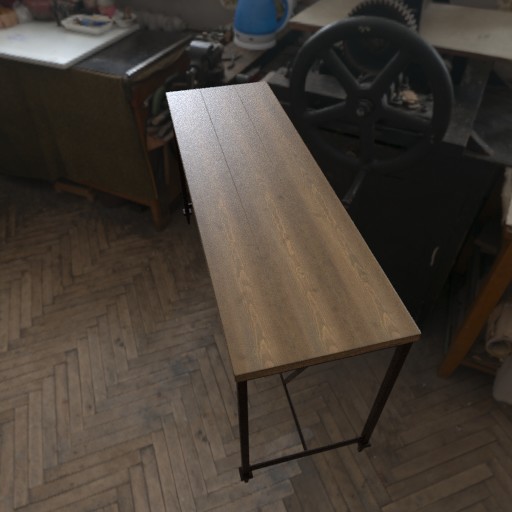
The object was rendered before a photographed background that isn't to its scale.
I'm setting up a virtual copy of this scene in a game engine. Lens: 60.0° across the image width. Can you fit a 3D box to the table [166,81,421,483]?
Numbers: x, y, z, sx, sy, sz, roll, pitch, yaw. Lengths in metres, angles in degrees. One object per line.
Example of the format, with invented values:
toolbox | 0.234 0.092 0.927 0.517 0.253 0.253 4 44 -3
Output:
table | 0.000 0.000 2.111 0.551 0.902 1.700 -10 46 -10
